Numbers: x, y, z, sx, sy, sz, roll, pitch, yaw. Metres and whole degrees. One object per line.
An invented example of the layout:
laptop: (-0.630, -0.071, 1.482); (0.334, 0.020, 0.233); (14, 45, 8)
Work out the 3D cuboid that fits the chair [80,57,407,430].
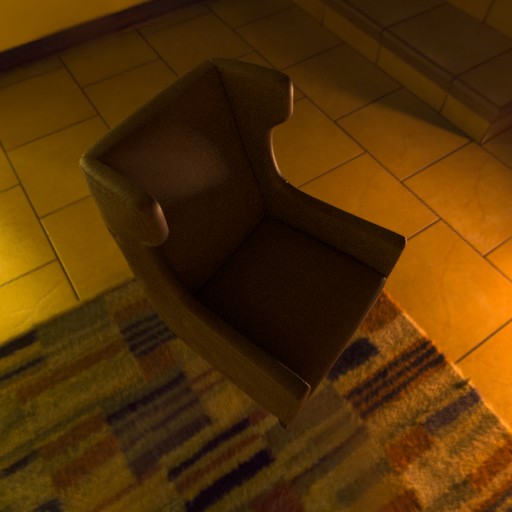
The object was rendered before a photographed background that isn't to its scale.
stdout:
chair: (0.000, 0.000, 1.679); (0.899, 1.079, 0.769); (32, 63, 18)
